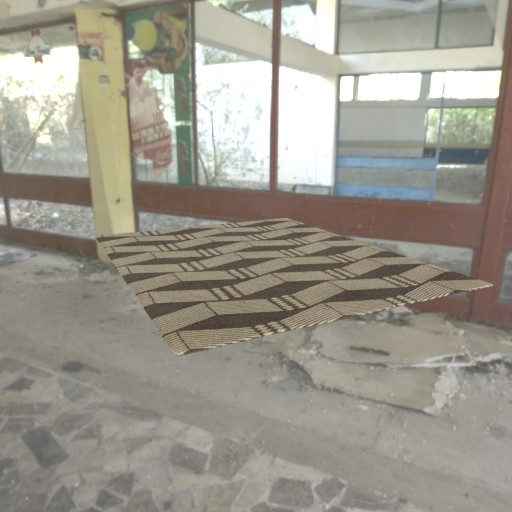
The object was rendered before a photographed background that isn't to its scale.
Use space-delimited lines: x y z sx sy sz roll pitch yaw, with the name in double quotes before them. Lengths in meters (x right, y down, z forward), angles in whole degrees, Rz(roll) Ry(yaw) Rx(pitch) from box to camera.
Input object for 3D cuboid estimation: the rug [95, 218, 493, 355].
"rug" 0.000 0.000 4.080 2.438 0.016 3.048 -8 17 -26
